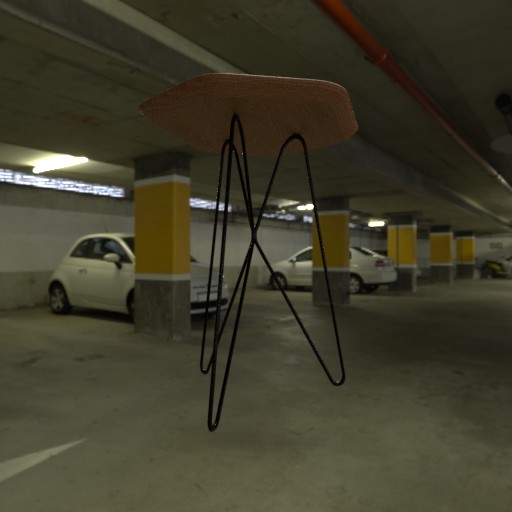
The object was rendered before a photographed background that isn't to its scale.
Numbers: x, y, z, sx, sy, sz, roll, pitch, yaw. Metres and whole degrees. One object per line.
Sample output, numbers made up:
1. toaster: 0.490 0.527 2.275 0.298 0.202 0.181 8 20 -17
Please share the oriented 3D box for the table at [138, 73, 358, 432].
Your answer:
1. table: 0.000 0.000 0.921 0.400 0.562 0.500 0 0 18
